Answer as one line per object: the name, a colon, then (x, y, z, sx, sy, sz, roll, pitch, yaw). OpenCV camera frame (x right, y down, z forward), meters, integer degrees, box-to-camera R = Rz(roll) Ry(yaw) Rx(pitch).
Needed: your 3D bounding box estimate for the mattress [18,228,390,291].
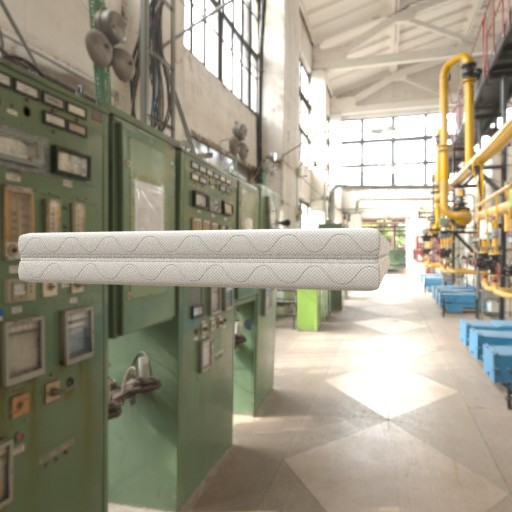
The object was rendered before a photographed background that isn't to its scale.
mattress: (0.000, 0.000, 2.465, 1.400, 0.200, 1.900, 0, 1, 18)
